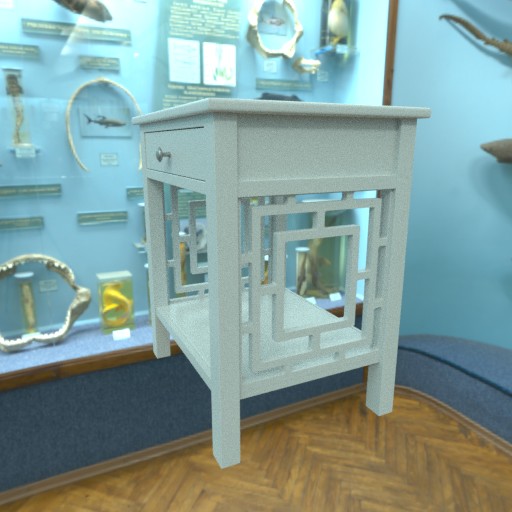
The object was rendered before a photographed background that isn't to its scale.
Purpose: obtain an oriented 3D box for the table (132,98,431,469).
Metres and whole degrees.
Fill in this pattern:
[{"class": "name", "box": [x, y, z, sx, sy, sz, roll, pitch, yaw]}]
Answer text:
[{"class": "table", "box": [0.000, 0.000, 1.052, 0.451, 0.646, 0.564, -7, 16, -25]}]
